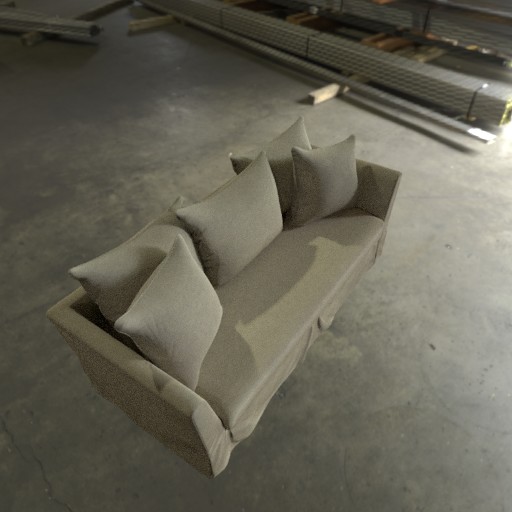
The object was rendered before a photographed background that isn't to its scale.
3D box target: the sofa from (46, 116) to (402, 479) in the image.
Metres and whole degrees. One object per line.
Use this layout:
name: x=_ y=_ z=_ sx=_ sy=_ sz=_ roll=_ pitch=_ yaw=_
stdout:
sofa: x=0.000 y=0.000 z=2.831 sx=1.031 sy=1.034 sz=2.290 roll=25 pitch=48 yaw=25
